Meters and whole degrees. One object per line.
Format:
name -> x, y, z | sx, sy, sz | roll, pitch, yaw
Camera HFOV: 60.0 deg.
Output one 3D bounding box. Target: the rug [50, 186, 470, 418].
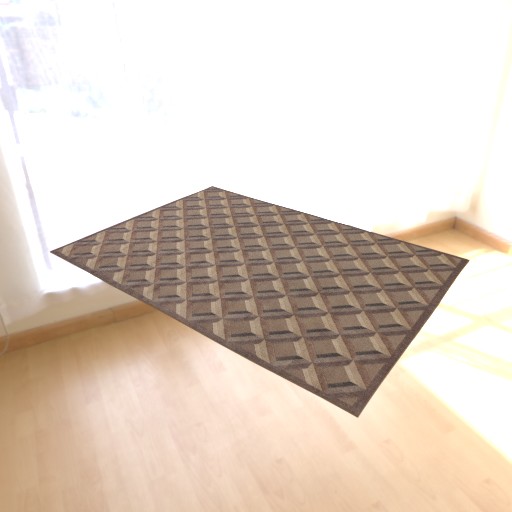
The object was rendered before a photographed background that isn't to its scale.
rug -> 0.000, 0.000, 2.911 | 2.260, 0.013, 1.600 | 21, 35, 32
